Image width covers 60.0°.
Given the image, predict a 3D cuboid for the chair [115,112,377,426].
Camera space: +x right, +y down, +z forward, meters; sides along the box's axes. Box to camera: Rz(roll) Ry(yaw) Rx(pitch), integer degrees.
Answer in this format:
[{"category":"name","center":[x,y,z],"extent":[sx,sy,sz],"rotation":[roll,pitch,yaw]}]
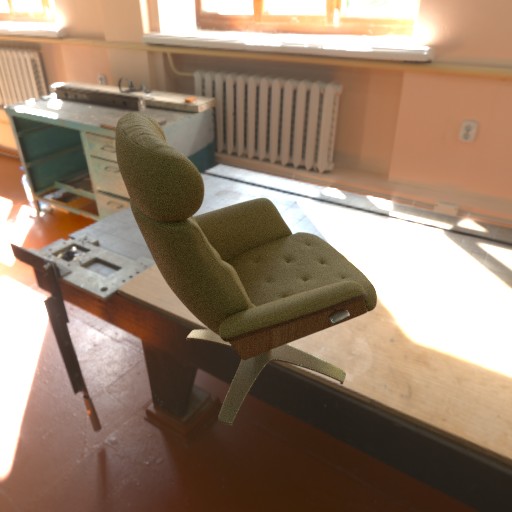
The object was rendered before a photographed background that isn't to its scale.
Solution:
[{"category":"chair","center":[0.000,0.000,1.584],"extent":[0.837,0.995,0.785],"rotation":[-12,32,-19]}]
